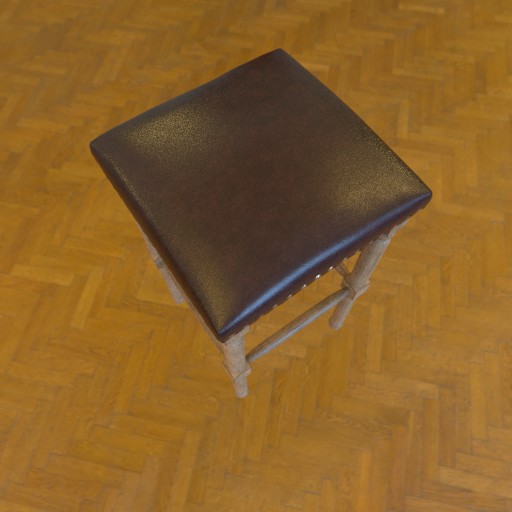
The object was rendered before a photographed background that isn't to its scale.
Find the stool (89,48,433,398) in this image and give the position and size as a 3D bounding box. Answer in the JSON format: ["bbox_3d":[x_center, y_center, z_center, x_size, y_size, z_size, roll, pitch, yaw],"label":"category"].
[{"bbox_3d":[0.000,0.000,0.938,0.382,0.702,0.383,-32,68,-15],"label":"stool"}]
